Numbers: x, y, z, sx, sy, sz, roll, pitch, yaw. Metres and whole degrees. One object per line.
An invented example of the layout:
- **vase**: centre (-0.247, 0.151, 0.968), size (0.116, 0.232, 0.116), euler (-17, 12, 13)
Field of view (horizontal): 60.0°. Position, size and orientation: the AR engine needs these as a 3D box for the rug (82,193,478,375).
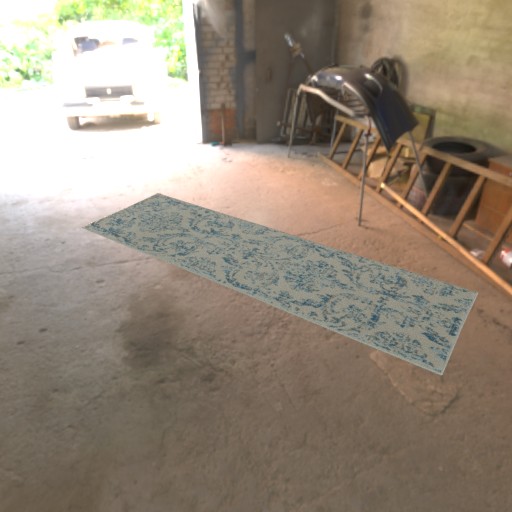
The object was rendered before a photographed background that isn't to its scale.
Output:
- **rug**: centre (0.000, 0.000, 2.477), size (2.196, 0.011, 0.662), euler (19, 36, 29)
